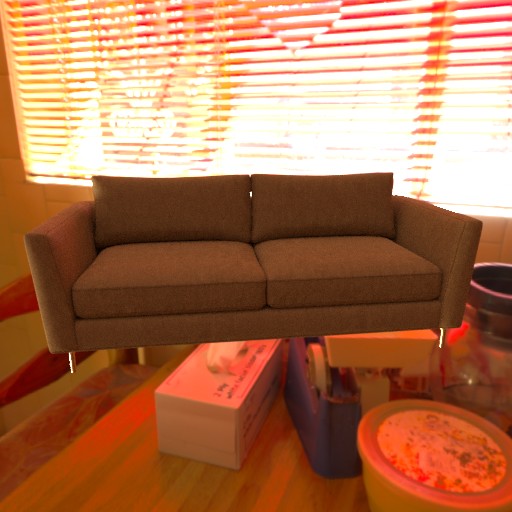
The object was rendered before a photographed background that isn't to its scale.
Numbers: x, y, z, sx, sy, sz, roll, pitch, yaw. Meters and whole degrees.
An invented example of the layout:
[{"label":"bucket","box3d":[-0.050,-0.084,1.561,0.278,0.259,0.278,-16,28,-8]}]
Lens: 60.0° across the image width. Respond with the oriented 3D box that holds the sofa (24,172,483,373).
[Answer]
[{"label":"sofa","box3d":[0.000,0.000,2.489,2.121,0.864,0.889,-2,17,-7]}]
